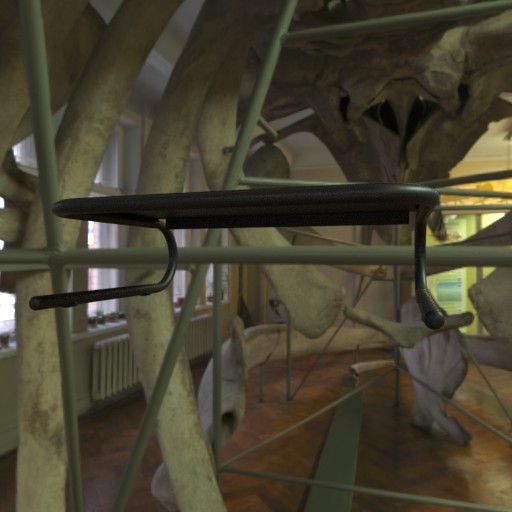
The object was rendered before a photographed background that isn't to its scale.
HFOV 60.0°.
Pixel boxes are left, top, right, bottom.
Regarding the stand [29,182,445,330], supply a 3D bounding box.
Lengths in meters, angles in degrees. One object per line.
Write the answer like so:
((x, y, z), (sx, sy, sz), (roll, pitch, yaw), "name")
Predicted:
((0.000, 0.000, 0.498), (0.370, 0.108, 0.280), (0, 0, 18), "stand")
